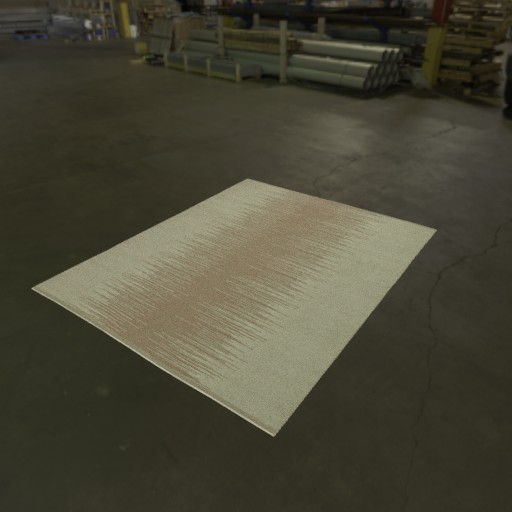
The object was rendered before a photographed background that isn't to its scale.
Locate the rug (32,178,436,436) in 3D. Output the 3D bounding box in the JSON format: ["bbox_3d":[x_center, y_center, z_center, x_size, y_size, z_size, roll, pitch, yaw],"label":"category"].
[{"bbox_3d":[0.000,0.000,4.150,2.438,0.013,3.048,21,37,30],"label":"rug"}]
